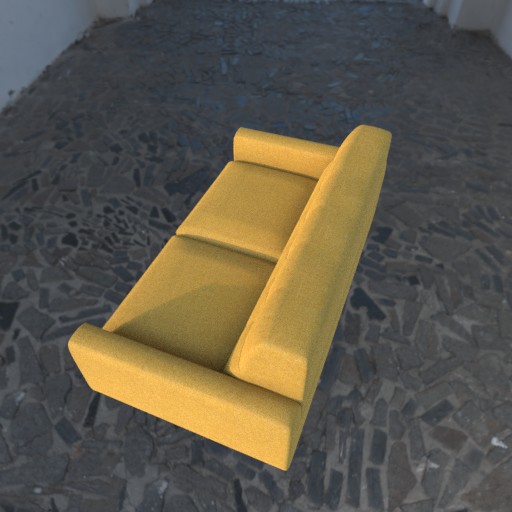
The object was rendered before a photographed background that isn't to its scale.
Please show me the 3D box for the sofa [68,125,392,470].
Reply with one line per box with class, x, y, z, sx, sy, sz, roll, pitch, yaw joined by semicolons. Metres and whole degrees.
sofa;0.000;0.000;2.141;0.909;0.841;1.631;17;49;15
